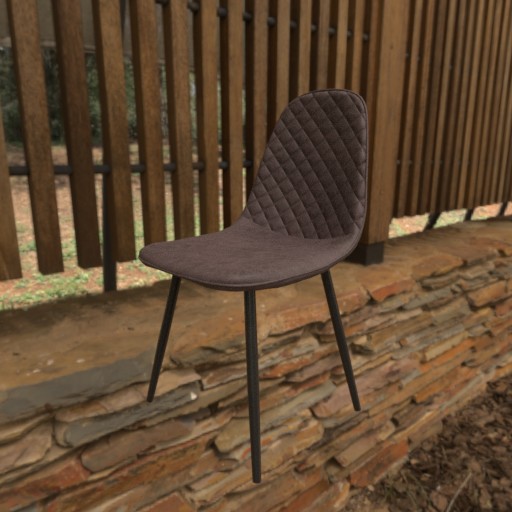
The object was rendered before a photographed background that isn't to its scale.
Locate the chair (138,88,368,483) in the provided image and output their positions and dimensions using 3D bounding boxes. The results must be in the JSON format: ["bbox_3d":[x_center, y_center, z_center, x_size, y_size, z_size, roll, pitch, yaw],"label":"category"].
[{"bbox_3d":[0.000,0.000,1.192,0.561,0.889,0.472,-13,19,-43],"label":"chair"}]
